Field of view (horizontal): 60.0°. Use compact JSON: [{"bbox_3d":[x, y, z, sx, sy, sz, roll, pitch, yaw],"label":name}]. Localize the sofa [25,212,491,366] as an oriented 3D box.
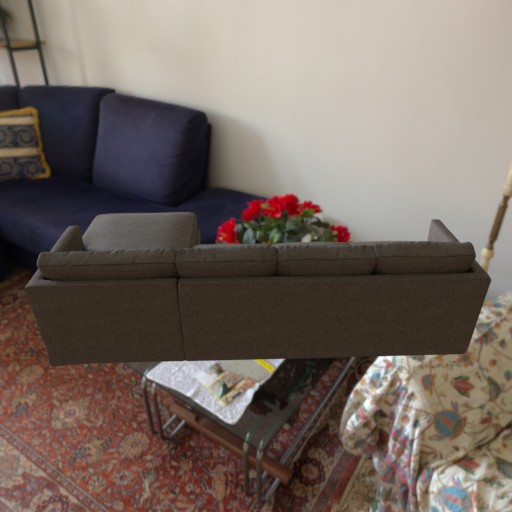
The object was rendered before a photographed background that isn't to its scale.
[{"bbox_3d":[0.000,0.000,3.830,3.205,0.922,1.650,-1,31,-2],"label":"sofa"}]
